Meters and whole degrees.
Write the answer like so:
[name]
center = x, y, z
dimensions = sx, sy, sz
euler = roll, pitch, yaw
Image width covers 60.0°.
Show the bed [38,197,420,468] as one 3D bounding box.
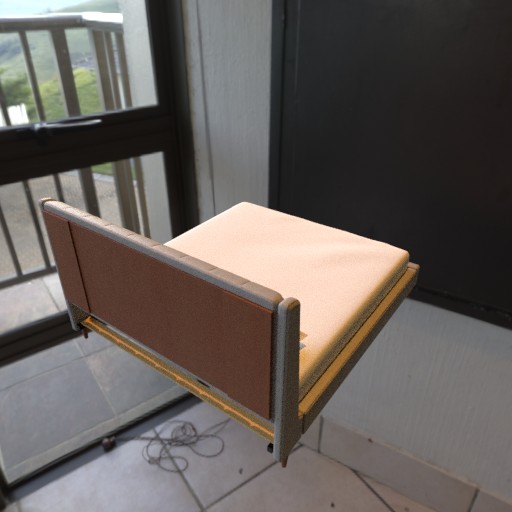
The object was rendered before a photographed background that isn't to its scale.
[bed]
center = 0.000, 0.000, 3.652
dimensions = 2.062, 1.289, 2.342
euler = 21, 37, 30
